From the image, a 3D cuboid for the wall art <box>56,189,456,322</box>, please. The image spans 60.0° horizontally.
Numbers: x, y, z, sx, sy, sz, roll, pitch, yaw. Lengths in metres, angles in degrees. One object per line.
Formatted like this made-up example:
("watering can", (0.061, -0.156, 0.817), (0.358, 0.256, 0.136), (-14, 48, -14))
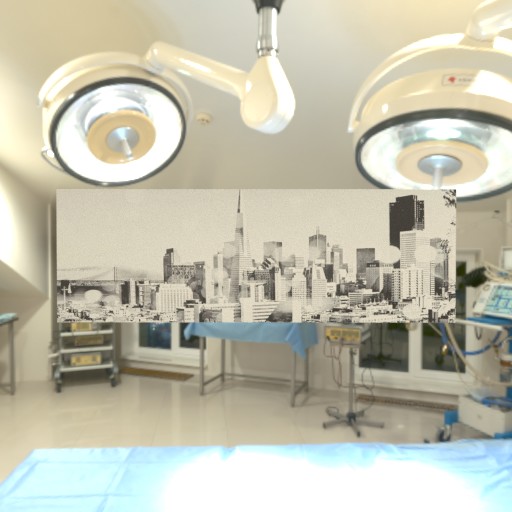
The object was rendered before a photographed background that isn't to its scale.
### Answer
("wall art", (0.000, 0.000, 1.705), (1.520, 0.507, 0.039), (0, 1, 0))
